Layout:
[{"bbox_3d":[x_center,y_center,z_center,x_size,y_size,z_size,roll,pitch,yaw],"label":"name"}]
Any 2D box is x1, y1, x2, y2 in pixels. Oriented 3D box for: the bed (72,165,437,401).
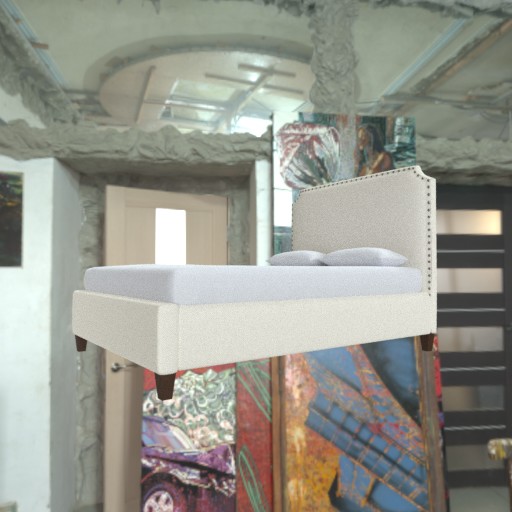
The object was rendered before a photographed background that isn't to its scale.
[{"bbox_3d":[0.000,0.000,3.519,2.372,1.497,1.712,1,-2,-36],"label":"bed"}]
